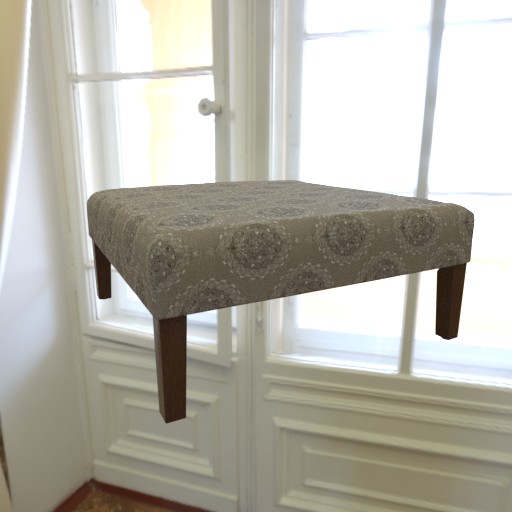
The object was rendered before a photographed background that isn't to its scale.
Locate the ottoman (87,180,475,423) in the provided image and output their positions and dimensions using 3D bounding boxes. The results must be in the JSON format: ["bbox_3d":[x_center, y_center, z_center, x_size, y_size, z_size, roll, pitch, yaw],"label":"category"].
[{"bbox_3d":[0.000,0.000,1.413,0.890,0.411,0.889,-8,16,-27],"label":"ottoman"}]
